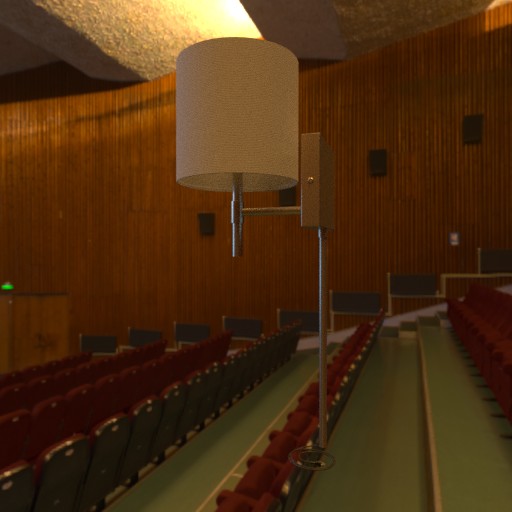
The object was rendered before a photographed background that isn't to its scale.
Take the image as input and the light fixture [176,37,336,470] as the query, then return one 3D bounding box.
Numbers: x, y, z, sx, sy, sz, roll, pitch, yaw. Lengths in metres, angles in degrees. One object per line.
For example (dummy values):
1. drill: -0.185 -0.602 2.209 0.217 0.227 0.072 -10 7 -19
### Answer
1. light fixture: 0.000 0.000 0.680 0.248 0.589 0.188 0 0 19
